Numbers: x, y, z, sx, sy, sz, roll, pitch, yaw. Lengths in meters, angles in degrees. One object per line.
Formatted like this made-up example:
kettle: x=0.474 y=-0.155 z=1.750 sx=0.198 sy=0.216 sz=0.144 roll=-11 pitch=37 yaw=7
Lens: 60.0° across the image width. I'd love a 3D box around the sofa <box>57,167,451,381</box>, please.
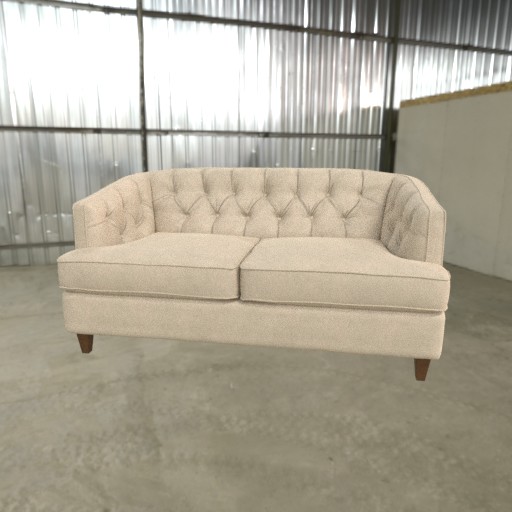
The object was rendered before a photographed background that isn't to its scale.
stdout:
sofa: x=0.000 y=0.000 z=2.310 sx=1.731 sy=0.878 sz=0.940 roll=2 pitch=14 yaw=10
